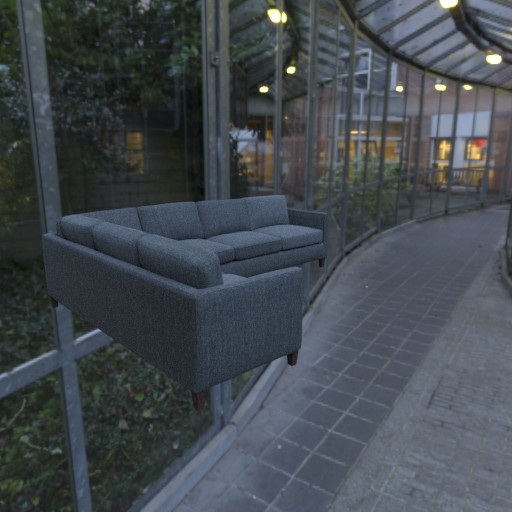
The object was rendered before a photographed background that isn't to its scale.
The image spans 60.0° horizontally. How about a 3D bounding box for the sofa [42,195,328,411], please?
[{"bbox_3d":[0.000,0.000,4.478,3.302,0.947,2.593,-12,18,-41],"label":"sofa"}]
